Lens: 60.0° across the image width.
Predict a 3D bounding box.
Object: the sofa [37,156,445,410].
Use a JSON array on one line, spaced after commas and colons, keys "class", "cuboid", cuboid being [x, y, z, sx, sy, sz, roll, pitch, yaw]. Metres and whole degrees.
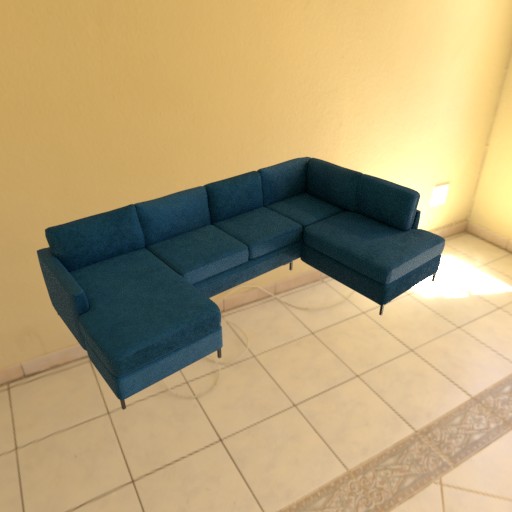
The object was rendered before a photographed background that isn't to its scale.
[{"class": "sofa", "cuboid": [0.000, 0.000, 4.311, 3.434, 0.992, 2.055, -22, 37, -33]}]
